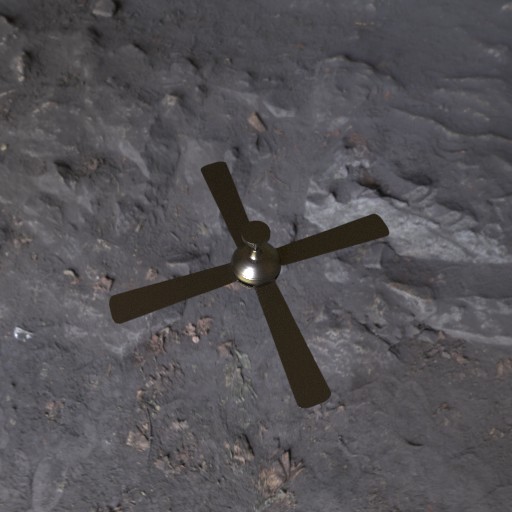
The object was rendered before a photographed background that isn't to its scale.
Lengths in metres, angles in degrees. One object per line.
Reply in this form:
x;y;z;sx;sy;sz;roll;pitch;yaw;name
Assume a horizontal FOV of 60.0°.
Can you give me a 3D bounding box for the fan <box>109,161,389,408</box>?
0.000;0.000;2.034;1.321;0.381;1.321;0;58;0;fan
